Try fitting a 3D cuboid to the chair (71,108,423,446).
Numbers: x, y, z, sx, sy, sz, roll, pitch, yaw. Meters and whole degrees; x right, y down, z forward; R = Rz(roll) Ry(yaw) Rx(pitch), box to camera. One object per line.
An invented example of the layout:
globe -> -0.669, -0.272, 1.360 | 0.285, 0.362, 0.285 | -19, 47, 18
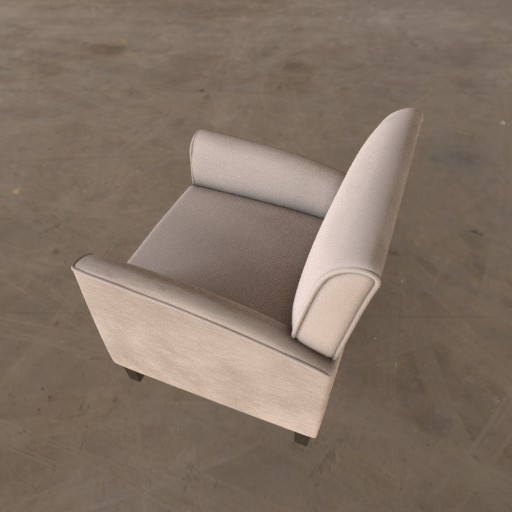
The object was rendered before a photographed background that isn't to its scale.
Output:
chair -> 0.000, 0.000, 1.524 | 0.821, 0.915, 0.820 | 16, 48, 15
